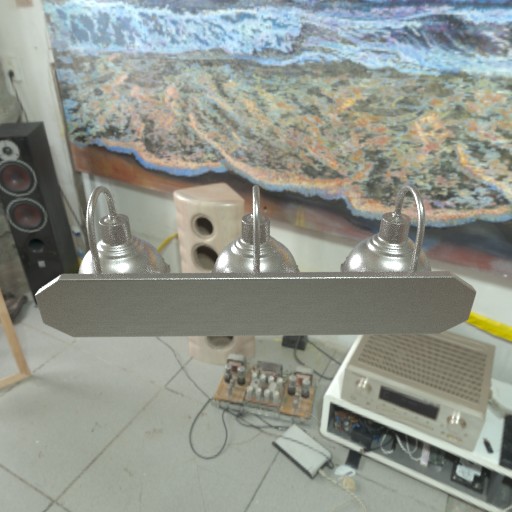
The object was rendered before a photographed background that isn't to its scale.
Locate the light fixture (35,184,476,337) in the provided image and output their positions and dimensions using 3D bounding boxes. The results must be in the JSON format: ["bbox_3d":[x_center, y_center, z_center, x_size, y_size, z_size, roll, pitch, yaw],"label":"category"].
[{"bbox_3d":[0.000,0.000,0.735,0.634,0.254,0.229,0,30,-1],"label":"light fixture"}]
